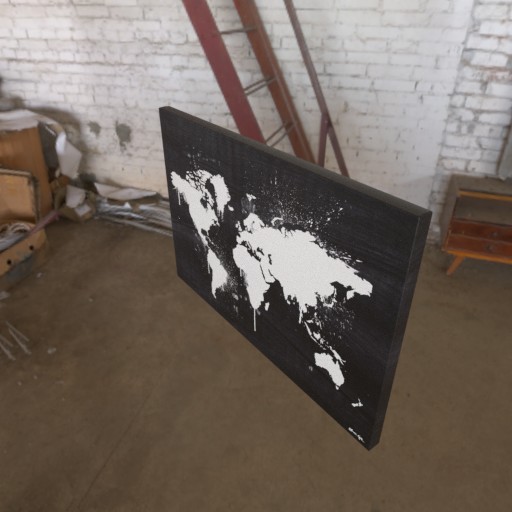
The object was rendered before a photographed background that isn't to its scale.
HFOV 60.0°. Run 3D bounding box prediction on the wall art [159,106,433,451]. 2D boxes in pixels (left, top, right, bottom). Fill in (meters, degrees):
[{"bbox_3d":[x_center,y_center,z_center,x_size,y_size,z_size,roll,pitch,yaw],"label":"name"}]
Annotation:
[{"bbox_3d":[0.000,0.000,1.187,0.038,0.612,0.912,-22,38,-31],"label":"wall art"}]
